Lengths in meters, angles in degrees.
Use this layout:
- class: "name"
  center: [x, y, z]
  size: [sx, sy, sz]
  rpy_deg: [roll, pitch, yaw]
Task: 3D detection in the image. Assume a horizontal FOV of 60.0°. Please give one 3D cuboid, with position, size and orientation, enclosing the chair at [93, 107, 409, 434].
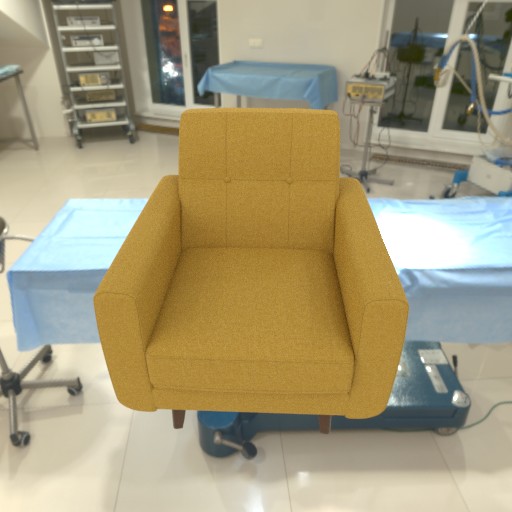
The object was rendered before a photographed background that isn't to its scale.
- class: "chair"
  center: [0.000, 0.000, 1.556]
  size: [0.831, 0.841, 0.909]
  rpy_deg: [1, 31, 2]
